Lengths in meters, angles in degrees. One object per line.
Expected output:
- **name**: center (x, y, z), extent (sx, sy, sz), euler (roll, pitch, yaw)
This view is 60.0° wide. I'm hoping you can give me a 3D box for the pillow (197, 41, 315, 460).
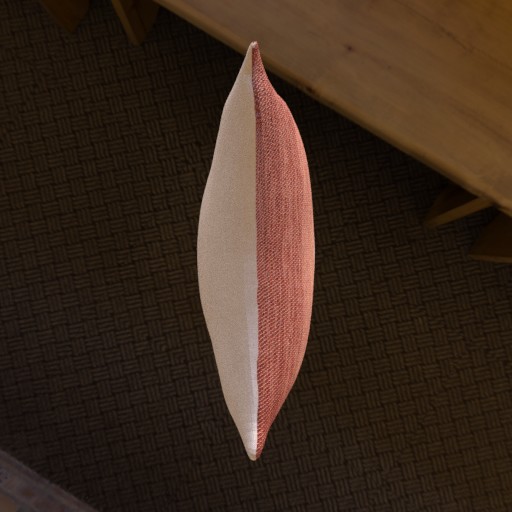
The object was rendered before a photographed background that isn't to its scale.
- **pillow**: center (0.000, 0.000, 0.664), extent (0.182, 0.441, 0.440), euler (0, 89, 0)
